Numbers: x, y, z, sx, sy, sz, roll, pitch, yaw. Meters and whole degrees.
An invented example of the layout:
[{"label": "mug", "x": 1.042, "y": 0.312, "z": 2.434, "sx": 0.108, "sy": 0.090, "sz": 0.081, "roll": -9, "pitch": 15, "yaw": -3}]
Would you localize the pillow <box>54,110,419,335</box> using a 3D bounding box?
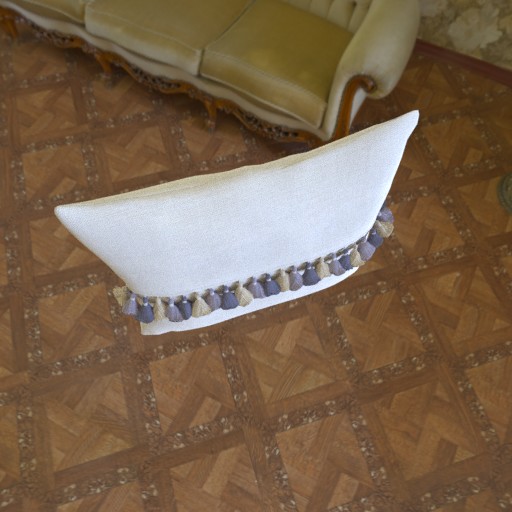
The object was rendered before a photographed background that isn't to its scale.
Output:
[{"label": "pillow", "x": 0.000, "y": 0.000, "z": 0.741, "sx": 0.489, "sy": 0.481, "sz": 0.165, "roll": -17, "pitch": 64, "yaw": -8}]
